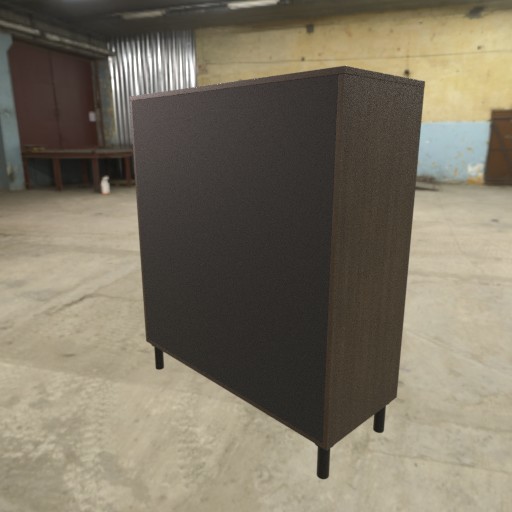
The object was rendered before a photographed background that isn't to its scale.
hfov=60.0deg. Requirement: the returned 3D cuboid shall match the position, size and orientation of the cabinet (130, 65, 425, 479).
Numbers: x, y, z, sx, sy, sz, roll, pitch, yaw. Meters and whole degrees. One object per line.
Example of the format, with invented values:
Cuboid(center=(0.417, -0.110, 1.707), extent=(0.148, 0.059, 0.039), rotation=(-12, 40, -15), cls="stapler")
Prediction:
Cuboid(center=(0.000, 0.000, 1.658), extent=(0.400, 1.170, 1.010), rotation=(-14, 20, -42), cls="cabinet")
